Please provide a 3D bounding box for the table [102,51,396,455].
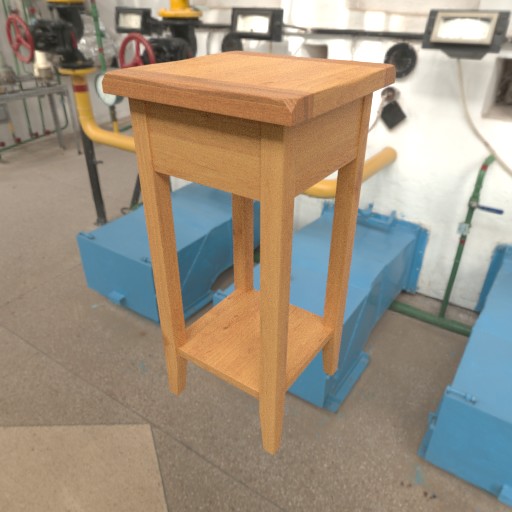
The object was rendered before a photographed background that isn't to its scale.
[{"bbox_3d":[0.000,0.000,0.938,0.360,0.740,0.360,20,37,29],"label":"table"}]
